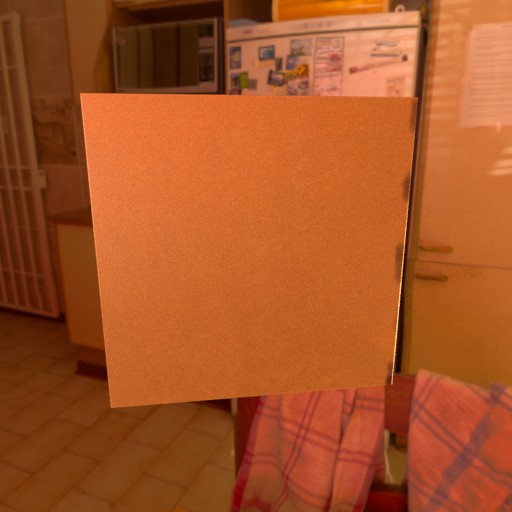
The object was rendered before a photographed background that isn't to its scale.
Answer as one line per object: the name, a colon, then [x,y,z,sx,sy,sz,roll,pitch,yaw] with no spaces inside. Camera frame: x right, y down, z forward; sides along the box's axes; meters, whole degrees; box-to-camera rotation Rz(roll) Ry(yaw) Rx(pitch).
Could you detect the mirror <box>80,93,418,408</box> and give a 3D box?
mirror: [0.000,0.000,0.746,0.509,0.507,0.042,-2,15,-8]
